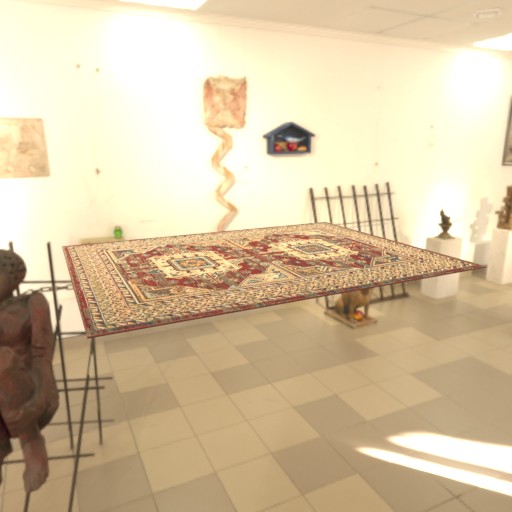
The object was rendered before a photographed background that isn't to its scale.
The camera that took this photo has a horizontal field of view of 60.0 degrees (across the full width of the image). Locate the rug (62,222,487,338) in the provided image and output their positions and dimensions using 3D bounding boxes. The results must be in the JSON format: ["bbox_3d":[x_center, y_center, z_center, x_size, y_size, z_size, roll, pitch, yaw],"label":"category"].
[{"bbox_3d":[0.000,0.000,4.117,3.197,0.013,2.381,-7,16,-25],"label":"rug"}]
